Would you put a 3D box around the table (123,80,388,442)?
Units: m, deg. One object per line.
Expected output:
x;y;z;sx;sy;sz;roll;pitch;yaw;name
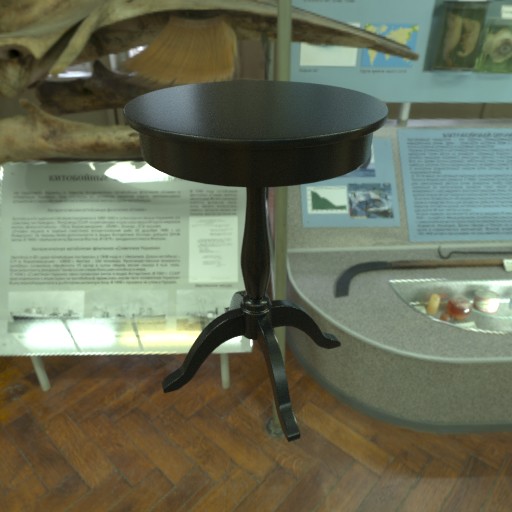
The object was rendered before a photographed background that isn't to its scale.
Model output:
0.000;0.000;0.991;0.481;0.665;0.481;0;31;0;table
